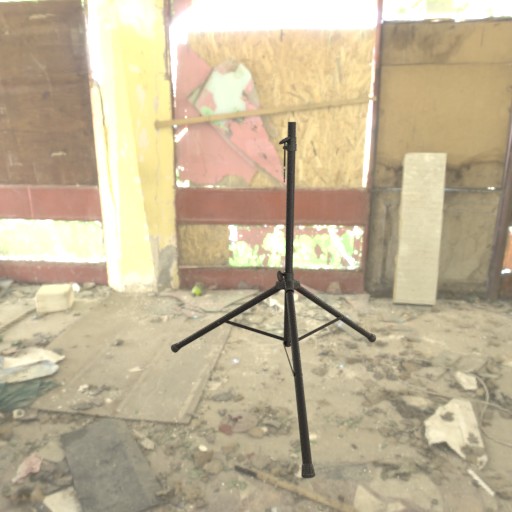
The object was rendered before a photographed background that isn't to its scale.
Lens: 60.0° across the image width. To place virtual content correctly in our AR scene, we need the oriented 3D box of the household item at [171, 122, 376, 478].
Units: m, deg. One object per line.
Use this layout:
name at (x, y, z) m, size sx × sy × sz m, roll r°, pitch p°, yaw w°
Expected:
household item at (0.000, 0.000, 2.763) m, size 1.339 × 1.595 × 1.596 m, roll 7°, pitch 17°, yaw 25°
